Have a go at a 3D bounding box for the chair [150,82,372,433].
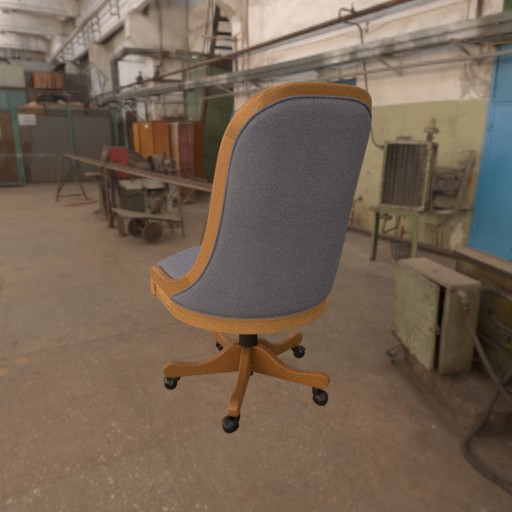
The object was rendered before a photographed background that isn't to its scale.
[{"bbox_3d":[0.000,0.000,1.497,0.605,1.031,0.735,-8,17,-27],"label":"chair"}]
